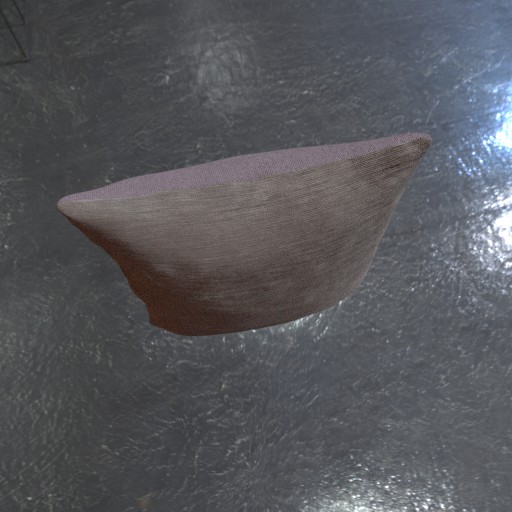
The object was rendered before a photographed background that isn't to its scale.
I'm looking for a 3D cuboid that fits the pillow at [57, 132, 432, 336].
[{"bbox_3d":[0.000,0.000,0.705,0.452,0.439,0.204,-11,64,-6],"label":"pillow"}]
